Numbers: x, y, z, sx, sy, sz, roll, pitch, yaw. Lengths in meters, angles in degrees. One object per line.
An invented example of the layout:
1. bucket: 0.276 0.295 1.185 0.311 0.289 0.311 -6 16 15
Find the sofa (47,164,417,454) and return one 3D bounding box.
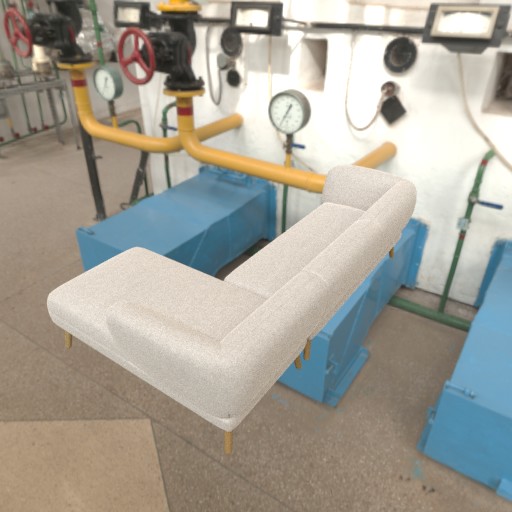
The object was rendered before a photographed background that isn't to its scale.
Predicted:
1. sofa: 0.000 0.000 3.314 1.610 0.730 2.660 20 37 29
